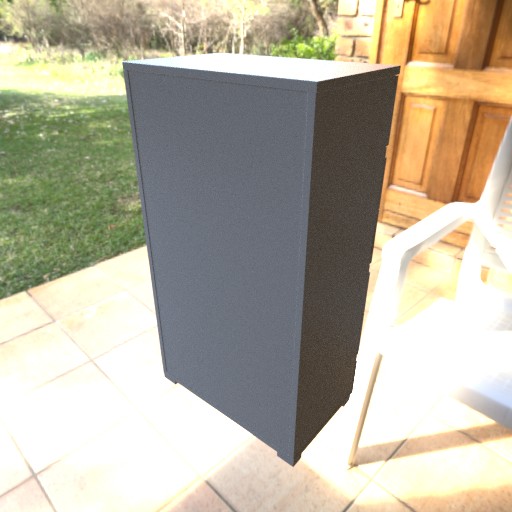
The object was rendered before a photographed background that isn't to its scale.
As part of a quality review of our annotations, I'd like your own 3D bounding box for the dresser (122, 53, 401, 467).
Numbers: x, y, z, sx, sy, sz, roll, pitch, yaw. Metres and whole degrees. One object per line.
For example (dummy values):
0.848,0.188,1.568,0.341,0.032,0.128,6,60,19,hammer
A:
0.000,0.000,1.487,0.650,1.190,0.400,22,35,34,dresser
